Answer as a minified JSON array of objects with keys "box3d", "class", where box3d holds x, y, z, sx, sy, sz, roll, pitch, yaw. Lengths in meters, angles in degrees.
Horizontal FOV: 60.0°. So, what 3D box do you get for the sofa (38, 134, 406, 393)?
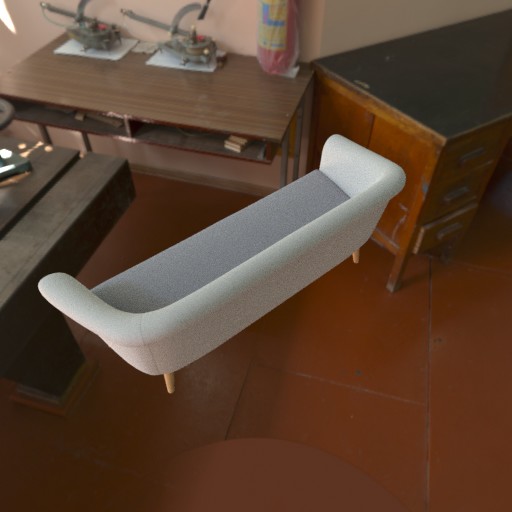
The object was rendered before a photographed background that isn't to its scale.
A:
[{"box3d":[0.000,0.000,2.593,2.160,0.795,0.827,-31,53,-26],"class":"sofa"}]
